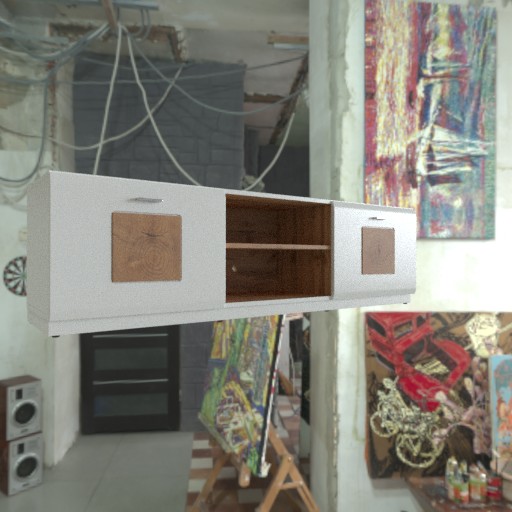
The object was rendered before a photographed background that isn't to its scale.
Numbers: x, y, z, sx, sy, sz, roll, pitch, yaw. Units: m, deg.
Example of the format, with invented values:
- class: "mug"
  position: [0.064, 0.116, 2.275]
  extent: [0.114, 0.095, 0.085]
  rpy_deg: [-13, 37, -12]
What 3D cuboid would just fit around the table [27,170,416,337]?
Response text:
- class: "table"
  position: [0.000, 0.000, 1.731]
  extent: [1.550, 0.440, 0.400]
  rpy_deg: [0, 0, -35]
